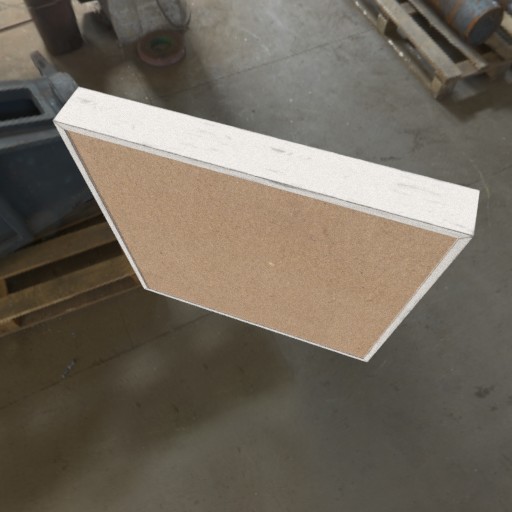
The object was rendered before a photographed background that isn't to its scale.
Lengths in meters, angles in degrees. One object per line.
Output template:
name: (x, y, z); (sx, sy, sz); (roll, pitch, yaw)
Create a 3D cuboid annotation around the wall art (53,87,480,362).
wall art: (0.000, 0.000, 0.447); (0.305, 0.305, 0.038); (17, 63, 9)
